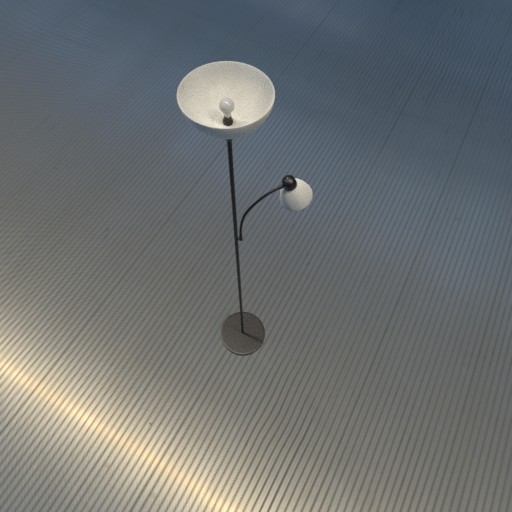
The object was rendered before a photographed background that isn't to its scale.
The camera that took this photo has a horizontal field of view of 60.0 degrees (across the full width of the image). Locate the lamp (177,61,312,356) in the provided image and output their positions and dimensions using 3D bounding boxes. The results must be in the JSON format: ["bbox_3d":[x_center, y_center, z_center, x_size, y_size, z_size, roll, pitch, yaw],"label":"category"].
[{"bbox_3d":[0.000,0.000,1.984,0.442,1.804,0.279,-15,60,-9],"label":"lamp"}]
